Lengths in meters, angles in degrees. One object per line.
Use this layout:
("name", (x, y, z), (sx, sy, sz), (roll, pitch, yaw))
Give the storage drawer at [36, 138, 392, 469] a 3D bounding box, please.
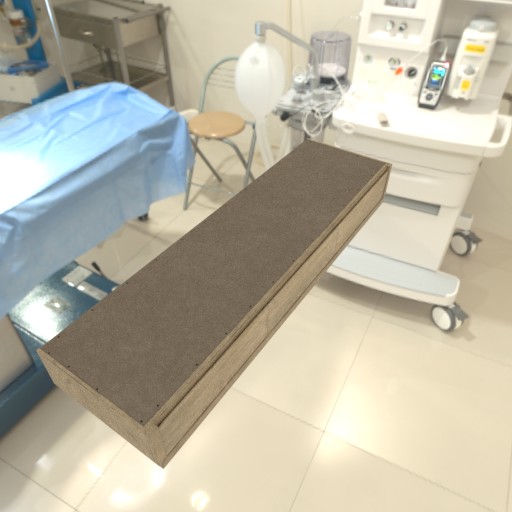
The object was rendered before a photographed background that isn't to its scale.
("storage drawer", (0.000, 0.000, 2.275), (0.591, 0.274, 2.072), (25, 47, 25))
